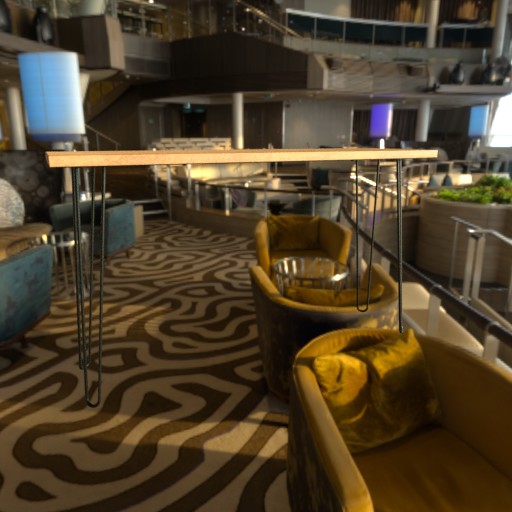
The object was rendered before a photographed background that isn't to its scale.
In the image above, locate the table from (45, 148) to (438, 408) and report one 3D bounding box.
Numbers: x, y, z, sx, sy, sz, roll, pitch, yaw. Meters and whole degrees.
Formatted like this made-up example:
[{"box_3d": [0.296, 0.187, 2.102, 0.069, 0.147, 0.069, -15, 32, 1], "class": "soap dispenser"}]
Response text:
[{"box_3d": [0.000, 0.000, 1.731, 1.400, 0.799, 0.399, -7, 16, -25], "class": "table"}]
